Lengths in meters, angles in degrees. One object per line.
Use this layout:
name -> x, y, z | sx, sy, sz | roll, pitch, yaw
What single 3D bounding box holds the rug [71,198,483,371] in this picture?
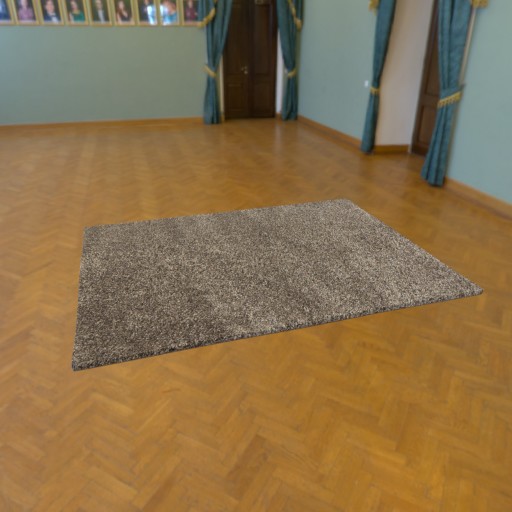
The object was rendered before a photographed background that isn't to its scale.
rug -> 0.000, 0.000, 2.131 | 1.601, 0.025, 1.198 | -8, 28, -15
